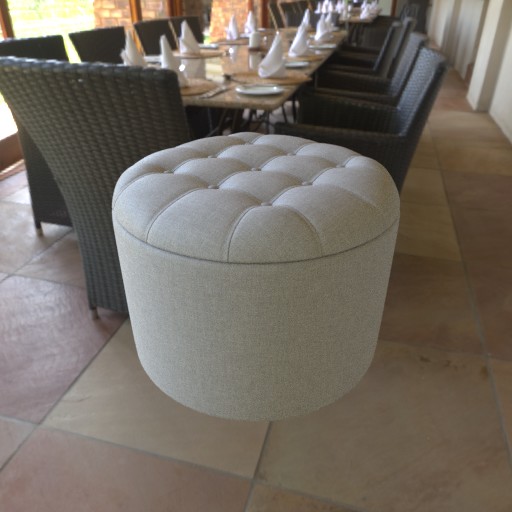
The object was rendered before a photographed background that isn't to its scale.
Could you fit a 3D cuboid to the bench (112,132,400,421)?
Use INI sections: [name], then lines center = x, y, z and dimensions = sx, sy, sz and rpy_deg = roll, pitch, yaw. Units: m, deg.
[bench]
center = 0.000, 0.000, 1.030
dimensions = 0.600, 0.453, 0.600
rpy_deg = 0, 31, 0
